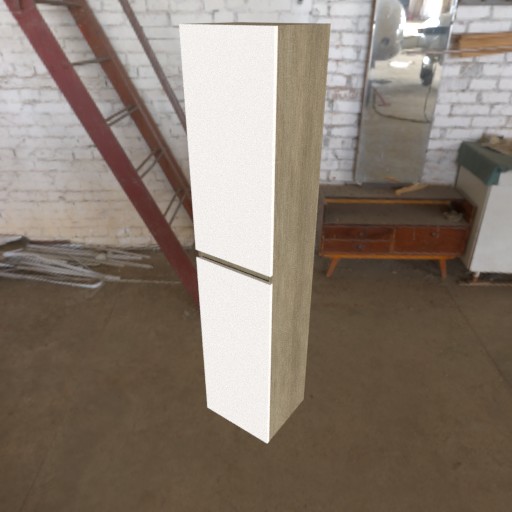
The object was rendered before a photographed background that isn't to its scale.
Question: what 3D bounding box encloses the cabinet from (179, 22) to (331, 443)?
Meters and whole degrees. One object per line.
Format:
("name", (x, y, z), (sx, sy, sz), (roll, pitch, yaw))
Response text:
("cabinet", (0.000, 0.000, 1.508), (0.300, 1.400, 0.270), (19, 34, 31))
